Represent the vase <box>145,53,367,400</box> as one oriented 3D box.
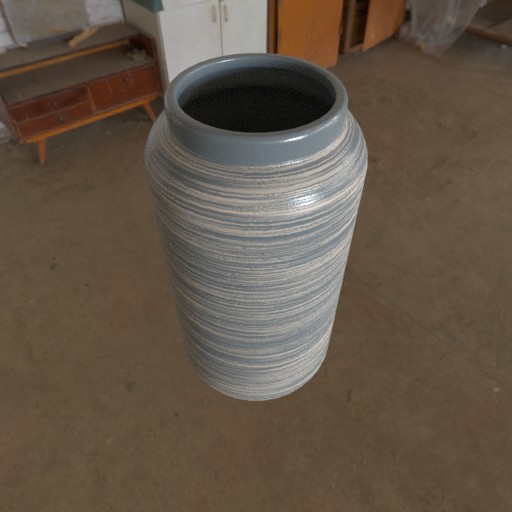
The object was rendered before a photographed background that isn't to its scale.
[{"bbox_3d":[0.000,0.000,0.293,0.116,0.230,0.116,0,47,0],"label":"vase"}]
